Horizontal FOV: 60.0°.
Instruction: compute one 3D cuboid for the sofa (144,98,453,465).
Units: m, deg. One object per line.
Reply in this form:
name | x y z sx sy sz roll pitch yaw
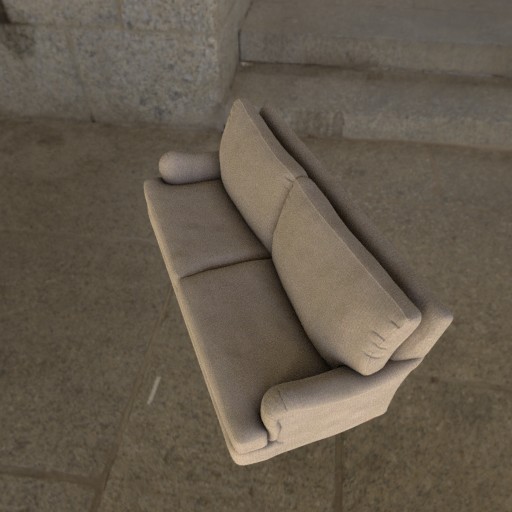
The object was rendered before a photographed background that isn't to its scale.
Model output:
sofa | 0.000 0.000 2.815 1.069 1.096 2.193 -16 48 -15
